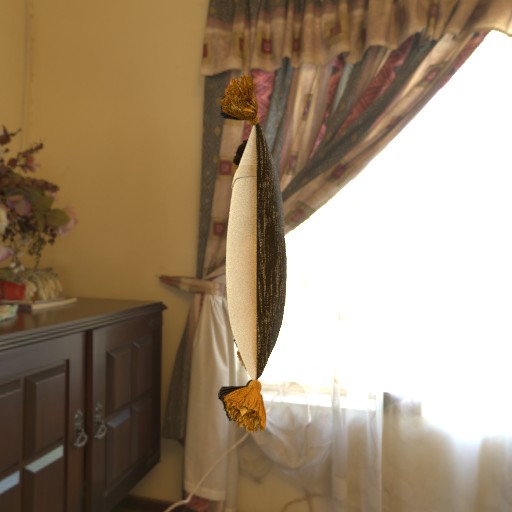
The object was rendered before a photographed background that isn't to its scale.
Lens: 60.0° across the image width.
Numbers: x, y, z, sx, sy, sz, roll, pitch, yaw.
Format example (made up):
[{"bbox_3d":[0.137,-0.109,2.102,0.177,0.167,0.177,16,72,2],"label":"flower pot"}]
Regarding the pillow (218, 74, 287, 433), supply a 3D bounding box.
[{"bbox_3d":[0.000,0.000,1.035,0.139,0.659,0.654,0,0,0],"label":"pillow"}]
